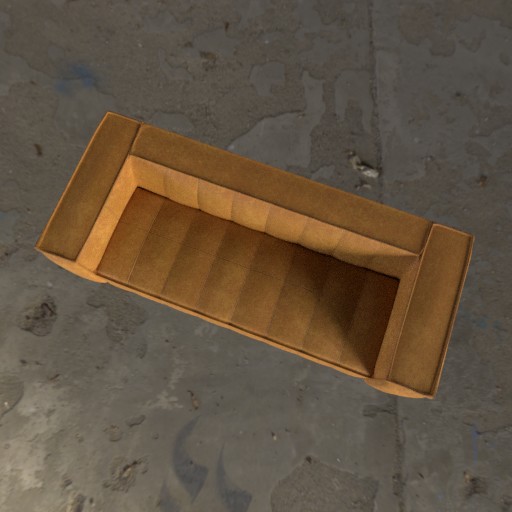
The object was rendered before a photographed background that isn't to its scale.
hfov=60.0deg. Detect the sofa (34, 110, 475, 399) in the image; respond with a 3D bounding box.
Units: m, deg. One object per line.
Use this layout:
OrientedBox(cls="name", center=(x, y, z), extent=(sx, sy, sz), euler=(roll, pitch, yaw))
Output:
OrientedBox(cls="sofa", center=(0.000, 0.000, 3.065), extent=(2.581, 0.701, 1.102), euler=(20, 76, 5))
